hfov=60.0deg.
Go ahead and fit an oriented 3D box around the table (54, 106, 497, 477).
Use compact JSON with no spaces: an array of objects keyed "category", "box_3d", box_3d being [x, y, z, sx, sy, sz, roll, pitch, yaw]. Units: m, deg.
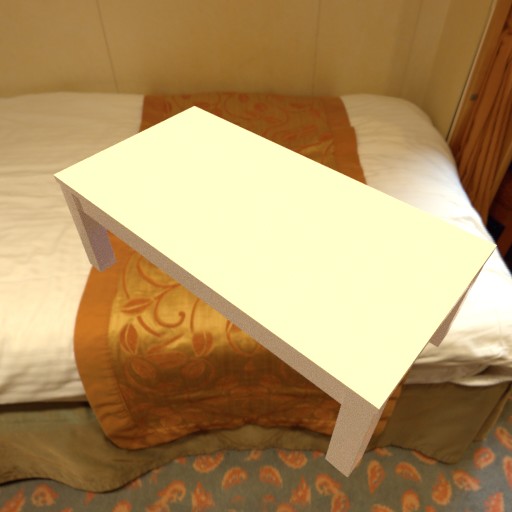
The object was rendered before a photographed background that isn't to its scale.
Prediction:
[{"category":"table","box_3d":[0.000,0.000,1.653,1.350,0.470,0.700,32,54,28]}]
